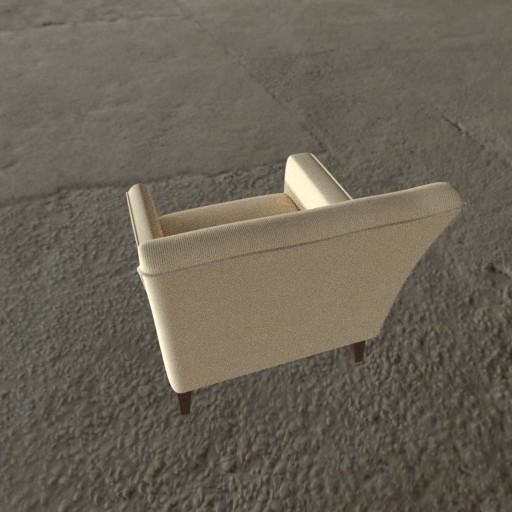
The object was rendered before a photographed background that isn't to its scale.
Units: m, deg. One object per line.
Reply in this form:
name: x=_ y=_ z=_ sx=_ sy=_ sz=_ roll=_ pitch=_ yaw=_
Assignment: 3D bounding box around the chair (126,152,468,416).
chair: x=0.000 y=0.000 z=1.550 sx=0.780 sy=0.919 sz=0.899 roll=-13 pitch=43 yaw=-14
